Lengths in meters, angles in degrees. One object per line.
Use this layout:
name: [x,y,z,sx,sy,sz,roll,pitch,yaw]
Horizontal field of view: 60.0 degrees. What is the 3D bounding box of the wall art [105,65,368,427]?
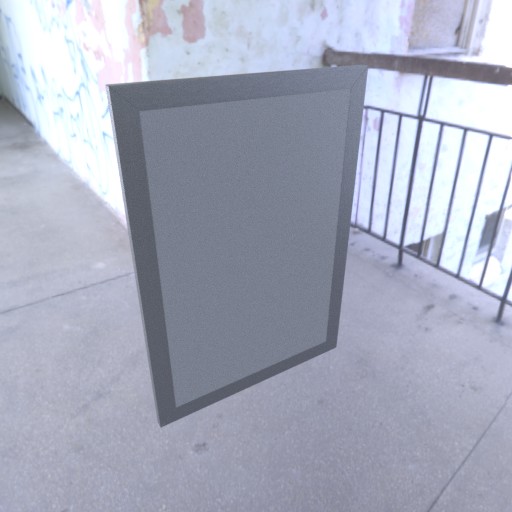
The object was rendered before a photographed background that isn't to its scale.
wall art: [0.000,0.000,0.690,0.376,0.529,0.013,-17,33,-27]
